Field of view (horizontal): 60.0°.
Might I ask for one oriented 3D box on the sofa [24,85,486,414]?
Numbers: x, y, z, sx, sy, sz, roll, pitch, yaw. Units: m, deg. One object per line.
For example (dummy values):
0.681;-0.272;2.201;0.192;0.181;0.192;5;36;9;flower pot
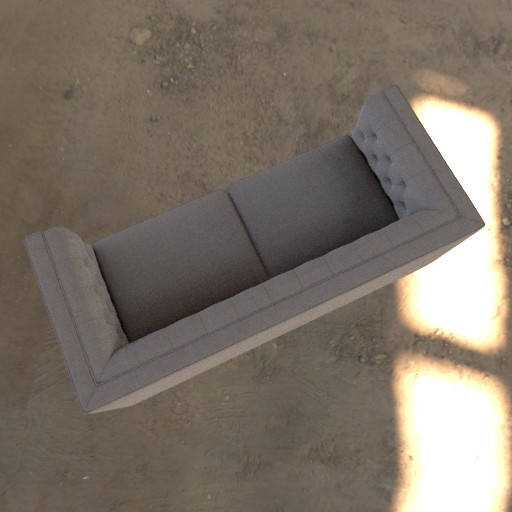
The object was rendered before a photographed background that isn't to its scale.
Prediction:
0.000;0.000;2.201;1.778;0.762;0.775;-24;76;-7;sofa
